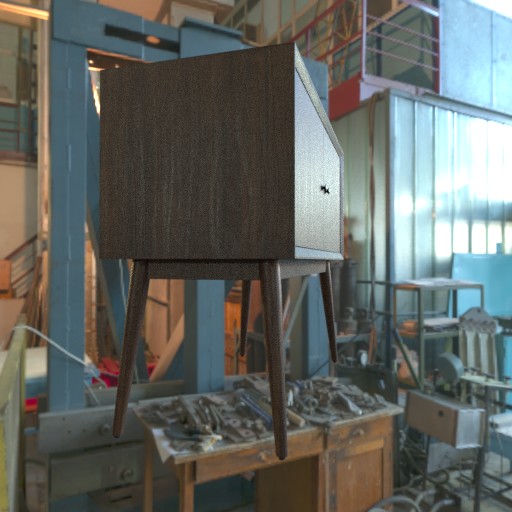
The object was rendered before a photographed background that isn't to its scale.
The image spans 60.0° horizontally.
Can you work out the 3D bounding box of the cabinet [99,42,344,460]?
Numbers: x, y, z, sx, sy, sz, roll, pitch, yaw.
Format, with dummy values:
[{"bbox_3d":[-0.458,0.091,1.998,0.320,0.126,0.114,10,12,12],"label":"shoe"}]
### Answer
[{"bbox_3d":[0.000,0.000,1.088,0.354,0.654,0.743,0,-1,17],"label":"cabinet"}]
